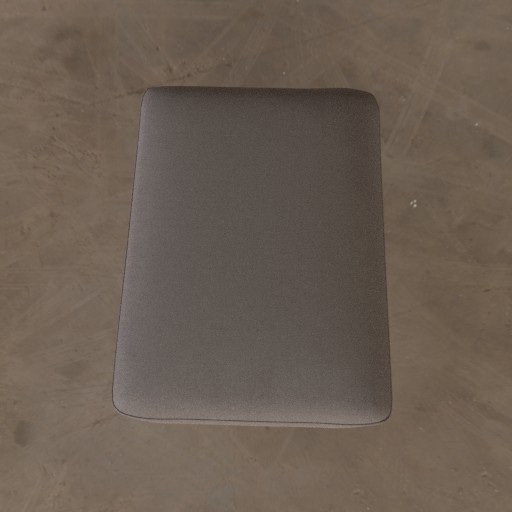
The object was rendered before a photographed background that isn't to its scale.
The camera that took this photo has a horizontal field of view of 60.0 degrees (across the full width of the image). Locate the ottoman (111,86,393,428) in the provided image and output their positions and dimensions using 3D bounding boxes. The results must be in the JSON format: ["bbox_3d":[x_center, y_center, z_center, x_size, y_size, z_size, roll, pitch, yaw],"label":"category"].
[{"bbox_3d":[0.000,0.000,1.164,0.608,0.449,0.811,2,76,0],"label":"ottoman"}]
